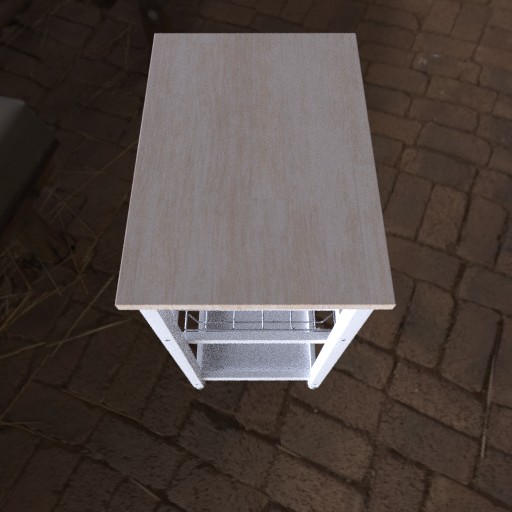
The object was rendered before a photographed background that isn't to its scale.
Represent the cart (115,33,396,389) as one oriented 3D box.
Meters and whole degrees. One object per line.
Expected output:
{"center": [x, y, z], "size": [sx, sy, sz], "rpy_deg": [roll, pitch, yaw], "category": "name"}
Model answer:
{"center": [0.000, 0.000, 1.149], "size": [0.406, 0.857, 0.578], "rpy_deg": [0, 64, 0], "category": "cart"}
